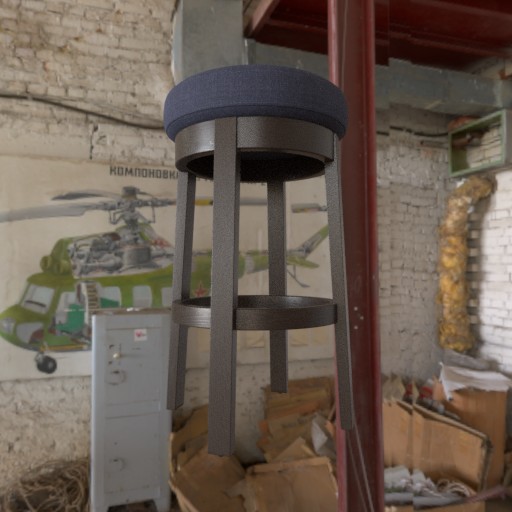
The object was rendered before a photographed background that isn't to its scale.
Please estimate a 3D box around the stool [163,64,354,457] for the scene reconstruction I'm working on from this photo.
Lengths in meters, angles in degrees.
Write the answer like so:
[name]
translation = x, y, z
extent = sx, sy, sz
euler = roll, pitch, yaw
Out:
[stool]
translation = 0.000, 0.000, 1.041
extent = 0.446, 0.758, 0.446
euler = 0, -1, 0
